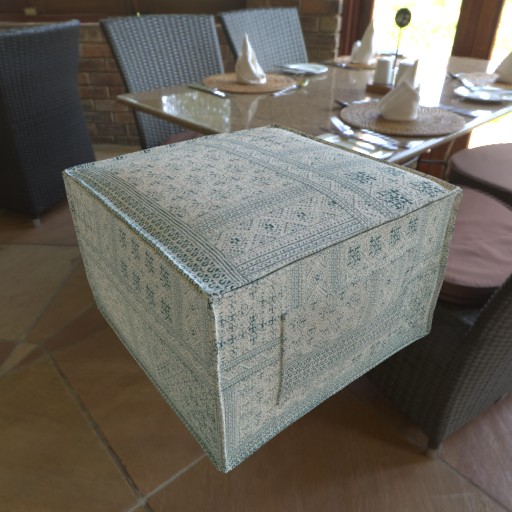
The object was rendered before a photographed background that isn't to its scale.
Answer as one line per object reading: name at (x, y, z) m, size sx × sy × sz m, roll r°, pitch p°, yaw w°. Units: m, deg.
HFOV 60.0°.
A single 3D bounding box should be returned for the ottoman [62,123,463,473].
ottoman at (0.000, 0.000, 1.024) m, size 0.617 × 0.439 × 0.626 m, roll -22°, pitch 38°, yaw -31°
